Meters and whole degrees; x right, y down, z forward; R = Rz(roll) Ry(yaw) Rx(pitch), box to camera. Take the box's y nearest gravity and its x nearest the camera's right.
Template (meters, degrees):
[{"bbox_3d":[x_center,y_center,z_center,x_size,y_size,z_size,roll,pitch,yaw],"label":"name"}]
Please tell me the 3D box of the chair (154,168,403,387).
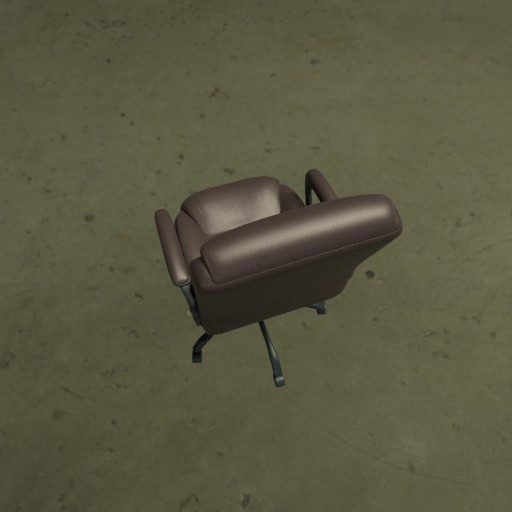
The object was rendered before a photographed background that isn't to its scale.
[{"bbox_3d":[0.000,0.000,1.474,0.615,1.072,0.655,-16,60,-10],"label":"chair"}]
